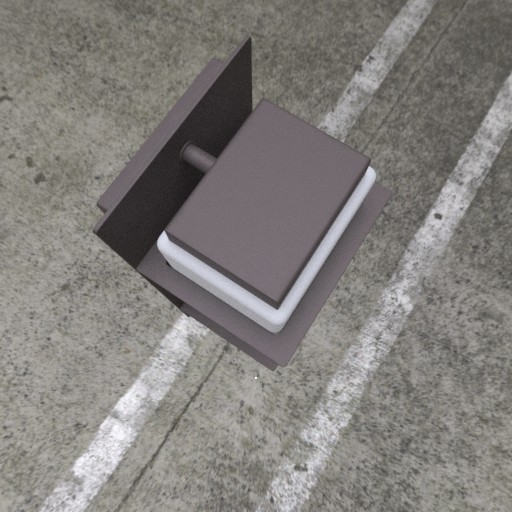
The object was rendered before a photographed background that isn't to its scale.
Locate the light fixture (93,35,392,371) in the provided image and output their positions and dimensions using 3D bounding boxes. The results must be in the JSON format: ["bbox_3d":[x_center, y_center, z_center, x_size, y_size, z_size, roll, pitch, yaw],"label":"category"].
[{"bbox_3d":[0.000,0.000,0.415,0.146,0.347,0.153,32,77,8],"label":"light fixture"}]
